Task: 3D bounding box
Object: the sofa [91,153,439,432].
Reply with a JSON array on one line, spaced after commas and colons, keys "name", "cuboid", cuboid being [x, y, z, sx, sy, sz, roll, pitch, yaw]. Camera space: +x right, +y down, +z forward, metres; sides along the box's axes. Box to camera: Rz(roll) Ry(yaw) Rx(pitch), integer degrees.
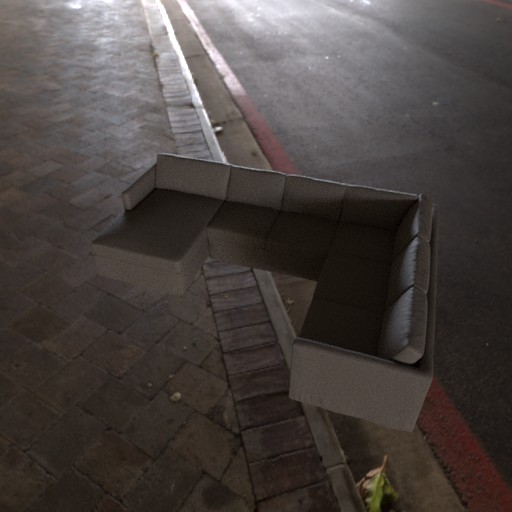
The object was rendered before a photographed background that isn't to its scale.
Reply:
[{"name": "sofa", "cuboid": [0.000, 0.000, 4.589, 3.528, 0.878, 2.476, 12, 40, 15]}]
